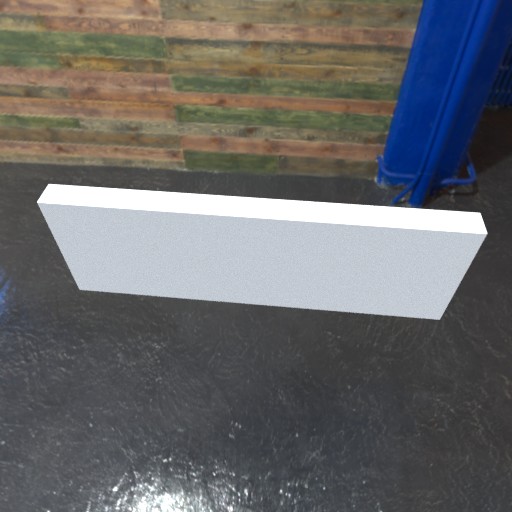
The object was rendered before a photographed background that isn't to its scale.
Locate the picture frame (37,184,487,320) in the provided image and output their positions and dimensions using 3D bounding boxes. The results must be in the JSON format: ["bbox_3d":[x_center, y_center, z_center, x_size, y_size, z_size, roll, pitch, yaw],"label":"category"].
[{"bbox_3d":[0.000,0.000,0.853,0.759,0.250,0.050,4,48,4],"label":"picture frame"}]
